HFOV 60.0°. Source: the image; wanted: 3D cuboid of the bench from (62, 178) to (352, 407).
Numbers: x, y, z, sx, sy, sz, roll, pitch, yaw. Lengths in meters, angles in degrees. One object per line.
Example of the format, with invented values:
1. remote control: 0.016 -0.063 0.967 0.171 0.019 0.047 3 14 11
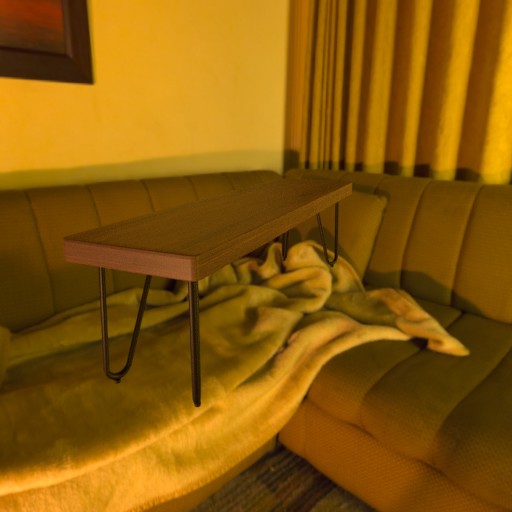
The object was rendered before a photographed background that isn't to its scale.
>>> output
1. bench: 0.000 0.000 1.829 0.425 0.462 1.570 7 18 24
